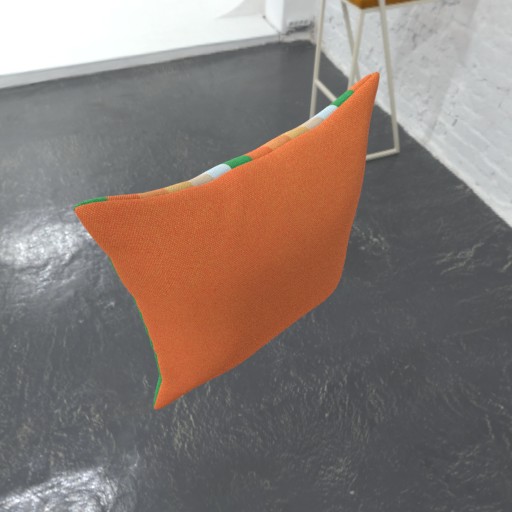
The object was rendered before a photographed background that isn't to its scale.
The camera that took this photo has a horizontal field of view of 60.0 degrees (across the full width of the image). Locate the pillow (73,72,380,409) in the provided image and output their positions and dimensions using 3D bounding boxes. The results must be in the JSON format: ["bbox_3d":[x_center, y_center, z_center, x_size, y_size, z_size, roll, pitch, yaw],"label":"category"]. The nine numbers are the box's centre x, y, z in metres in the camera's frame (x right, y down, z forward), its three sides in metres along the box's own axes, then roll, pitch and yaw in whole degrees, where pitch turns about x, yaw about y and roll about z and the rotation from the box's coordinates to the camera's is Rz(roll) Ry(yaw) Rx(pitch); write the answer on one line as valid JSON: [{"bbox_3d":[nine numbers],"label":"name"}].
[{"bbox_3d":[0.000,0.000,0.679,0.453,0.444,0.169,-32,54,-27],"label":"pillow"}]
